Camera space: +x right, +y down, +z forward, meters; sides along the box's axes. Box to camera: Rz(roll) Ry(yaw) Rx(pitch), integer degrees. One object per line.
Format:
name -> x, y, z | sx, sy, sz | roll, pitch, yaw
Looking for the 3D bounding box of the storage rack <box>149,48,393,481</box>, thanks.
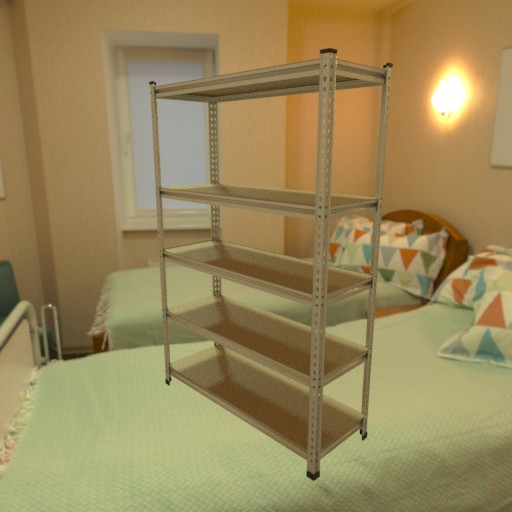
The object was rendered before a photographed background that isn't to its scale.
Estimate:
storage rack -> 0.000, 0.000, 2.382 | 0.457, 1.829, 1.219 | -13, 19, -43
